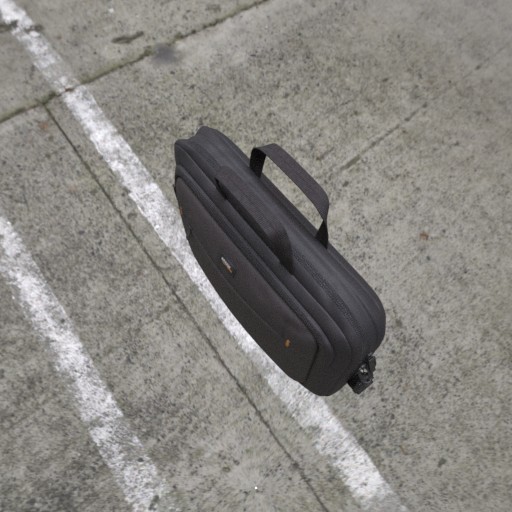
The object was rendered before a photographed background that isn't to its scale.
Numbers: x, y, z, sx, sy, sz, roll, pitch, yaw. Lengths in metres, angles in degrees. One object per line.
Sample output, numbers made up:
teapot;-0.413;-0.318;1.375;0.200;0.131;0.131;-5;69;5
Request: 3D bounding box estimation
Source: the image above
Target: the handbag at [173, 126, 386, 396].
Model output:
handbag;0.000;0.000;0.442;0.089;0.244;0.320;-34;67;-16
